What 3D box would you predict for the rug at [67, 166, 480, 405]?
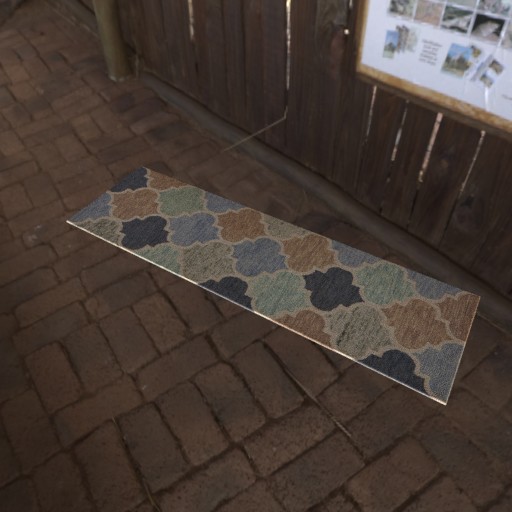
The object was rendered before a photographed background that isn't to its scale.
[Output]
[{"bbox_3d":[0.000,0.000,2.493,2.287,0.011,0.687,23,50,21],"label":"rug"}]
